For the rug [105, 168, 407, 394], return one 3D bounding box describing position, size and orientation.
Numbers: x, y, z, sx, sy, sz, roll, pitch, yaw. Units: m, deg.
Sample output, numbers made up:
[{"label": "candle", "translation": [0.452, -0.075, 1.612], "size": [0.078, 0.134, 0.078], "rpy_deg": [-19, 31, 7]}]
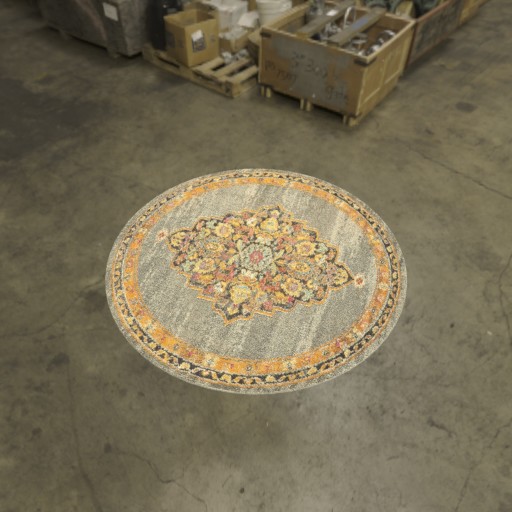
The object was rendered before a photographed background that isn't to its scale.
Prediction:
[{"label": "rug", "translation": [0.000, 0.000, 2.409], "size": [1.598, 0.010, 1.598], "rpy_deg": [0, 47, 0]}]
